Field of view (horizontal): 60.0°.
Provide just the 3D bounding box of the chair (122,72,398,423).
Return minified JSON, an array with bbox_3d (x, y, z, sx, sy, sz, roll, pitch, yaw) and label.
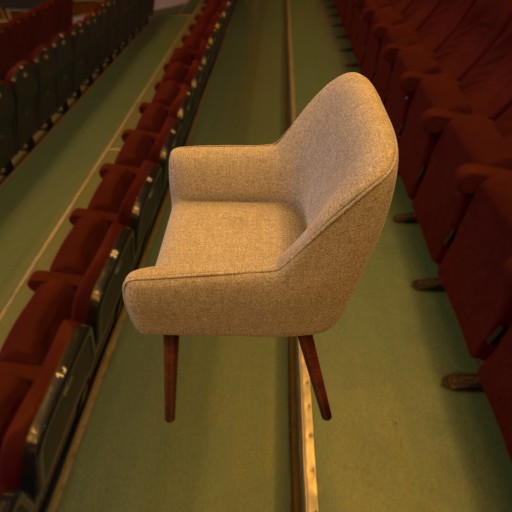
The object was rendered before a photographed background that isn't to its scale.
[{"bbox_3d":[0.000,0.000,1.139,0.519,0.803,0.543,1,41,1],"label":"chair"}]
